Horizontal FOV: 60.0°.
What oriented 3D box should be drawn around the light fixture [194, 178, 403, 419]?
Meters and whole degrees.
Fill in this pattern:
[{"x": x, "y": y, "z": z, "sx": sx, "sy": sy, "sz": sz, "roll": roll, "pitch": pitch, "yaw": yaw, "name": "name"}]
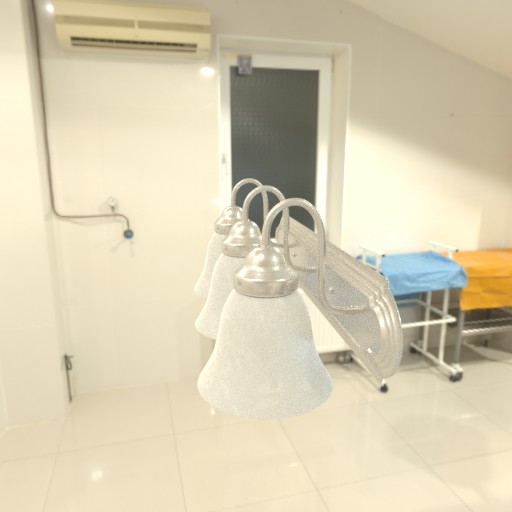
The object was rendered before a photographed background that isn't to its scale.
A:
[{"x": 0.000, "y": 0.000, "z": 0.706, "sx": 0.199, "sy": 0.222, "sz": 0.610, "roll": -2, "pitch": 13, "yaw": -8, "name": "light fixture"}]
